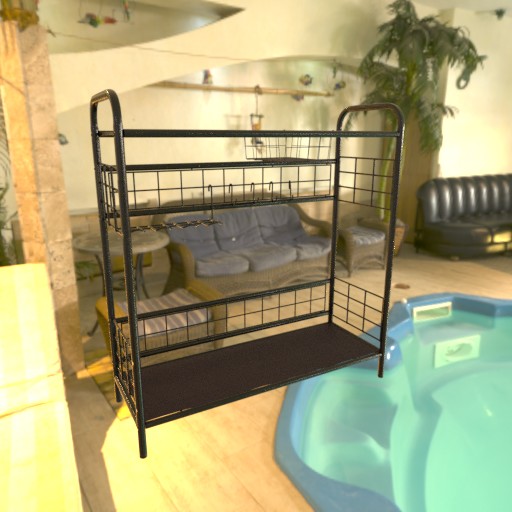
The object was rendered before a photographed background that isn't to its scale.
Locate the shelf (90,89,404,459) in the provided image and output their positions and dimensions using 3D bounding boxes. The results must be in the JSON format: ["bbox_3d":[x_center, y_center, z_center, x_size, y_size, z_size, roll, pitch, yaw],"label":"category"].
[{"bbox_3d":[0.000,0.000,1.531,0.961,1.026,0.350,-8,17,-28],"label":"shelf"}]
